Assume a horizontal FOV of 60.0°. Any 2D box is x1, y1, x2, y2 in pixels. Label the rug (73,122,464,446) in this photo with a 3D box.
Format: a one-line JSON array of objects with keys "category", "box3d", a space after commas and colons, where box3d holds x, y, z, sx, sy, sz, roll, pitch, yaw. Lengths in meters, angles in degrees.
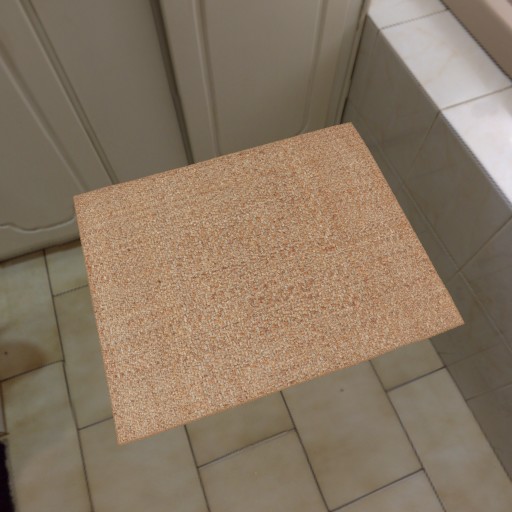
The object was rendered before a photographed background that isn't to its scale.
[{"category": "rug", "box3d": [0.000, 0.000, 4.124, 3.048, 0.013, 2.439, -17, 65, -8]}]
